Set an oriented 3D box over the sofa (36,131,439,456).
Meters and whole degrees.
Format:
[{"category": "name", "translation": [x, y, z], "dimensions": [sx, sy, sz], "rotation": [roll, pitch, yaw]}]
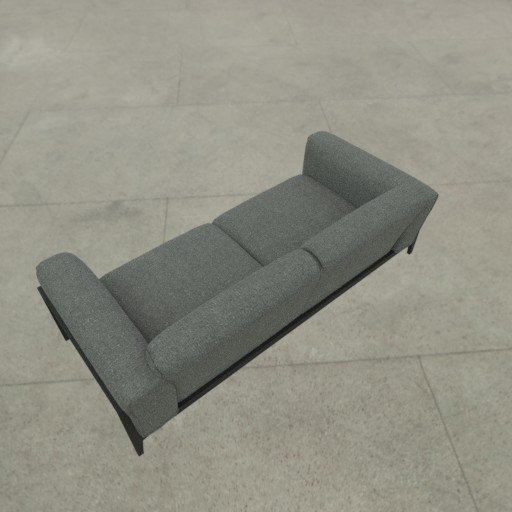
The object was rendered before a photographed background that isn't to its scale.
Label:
[{"category": "sofa", "translation": [0.000, 0.000, 2.550], "dimensions": [2.125, 0.703, 0.985], "rotation": [-31, 53, -27]}]
